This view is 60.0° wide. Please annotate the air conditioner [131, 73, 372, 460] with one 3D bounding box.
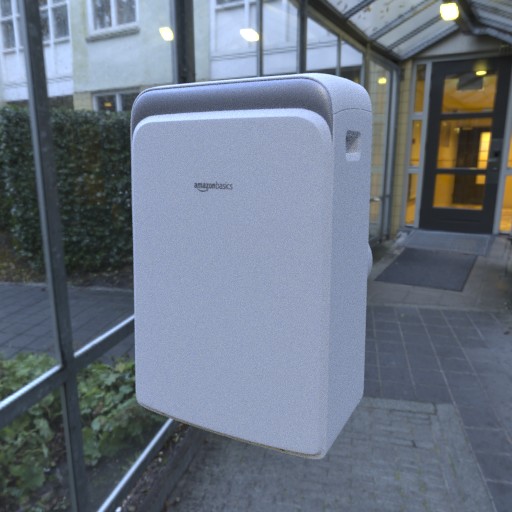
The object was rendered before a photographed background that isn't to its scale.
[{"bbox_3d":[0.000,0.000,0.939,0.454,0.700,0.365,6,14,26],"label":"air conditioner"}]
